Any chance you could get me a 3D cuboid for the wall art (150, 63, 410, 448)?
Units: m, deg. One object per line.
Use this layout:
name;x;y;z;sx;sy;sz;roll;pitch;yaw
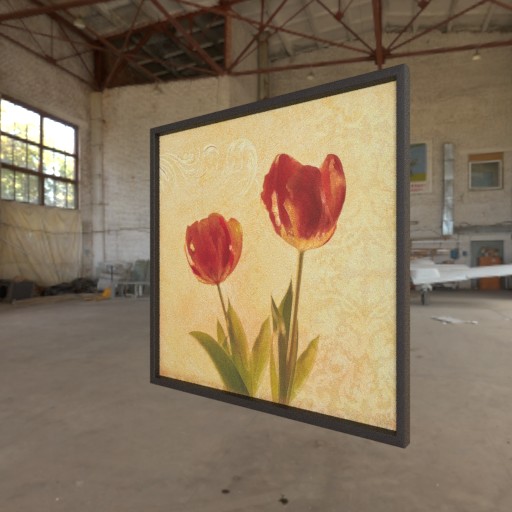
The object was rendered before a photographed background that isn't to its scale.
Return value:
wall art;0.000;0.000;1.182;0.805;0.807;0.043;0;0;36
